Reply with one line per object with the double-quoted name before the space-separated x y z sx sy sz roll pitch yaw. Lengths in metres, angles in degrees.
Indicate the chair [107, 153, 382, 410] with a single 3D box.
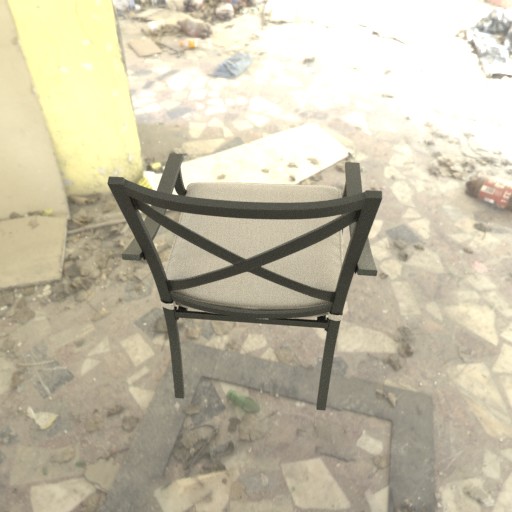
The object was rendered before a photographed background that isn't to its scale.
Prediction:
"chair" 0.000 0.000 1.285 0.575 0.889 0.620 4 45 4
